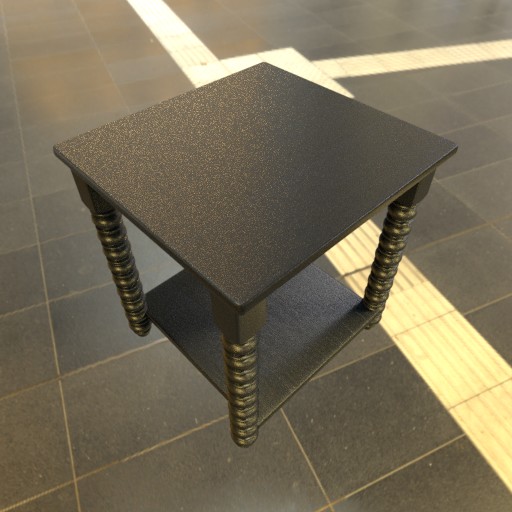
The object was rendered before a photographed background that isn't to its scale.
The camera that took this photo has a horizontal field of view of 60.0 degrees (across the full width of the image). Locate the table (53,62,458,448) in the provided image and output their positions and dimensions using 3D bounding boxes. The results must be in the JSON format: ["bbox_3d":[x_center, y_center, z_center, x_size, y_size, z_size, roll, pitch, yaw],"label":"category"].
[{"bbox_3d":[0.000,0.000,0.990,0.533,0.567,0.500,-34,55,-29],"label":"table"}]
